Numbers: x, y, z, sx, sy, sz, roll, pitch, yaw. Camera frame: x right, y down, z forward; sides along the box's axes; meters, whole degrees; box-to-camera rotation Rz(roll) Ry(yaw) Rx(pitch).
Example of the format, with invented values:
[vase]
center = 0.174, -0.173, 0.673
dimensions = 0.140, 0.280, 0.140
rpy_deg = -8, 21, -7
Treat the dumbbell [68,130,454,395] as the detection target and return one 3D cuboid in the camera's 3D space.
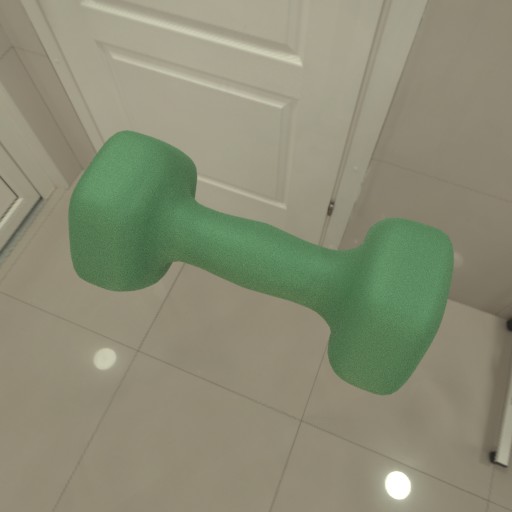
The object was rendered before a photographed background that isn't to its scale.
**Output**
[dumbbell]
center = 0.000, 0.000, 0.327
dimensions = 0.260, 0.117, 0.129
rpy_deg = 20, 66, 10
